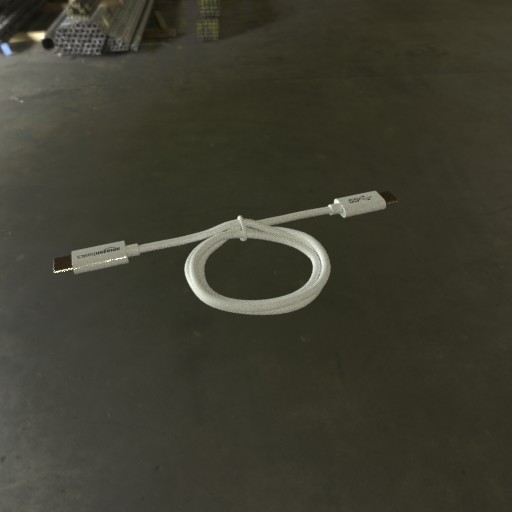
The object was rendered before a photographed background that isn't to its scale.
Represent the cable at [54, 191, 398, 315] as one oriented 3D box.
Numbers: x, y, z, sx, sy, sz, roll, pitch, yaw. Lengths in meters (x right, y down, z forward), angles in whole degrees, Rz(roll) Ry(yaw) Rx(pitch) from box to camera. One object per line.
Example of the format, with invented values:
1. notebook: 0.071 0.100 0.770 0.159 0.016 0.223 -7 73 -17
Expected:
1. cable: 0.000 0.000 0.214 0.186 0.014 0.070 -13 43 -14
